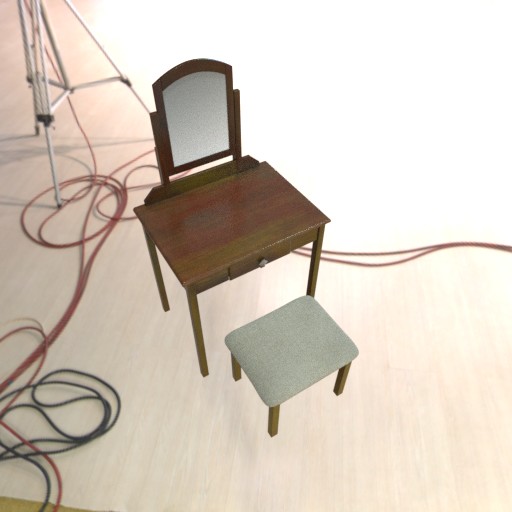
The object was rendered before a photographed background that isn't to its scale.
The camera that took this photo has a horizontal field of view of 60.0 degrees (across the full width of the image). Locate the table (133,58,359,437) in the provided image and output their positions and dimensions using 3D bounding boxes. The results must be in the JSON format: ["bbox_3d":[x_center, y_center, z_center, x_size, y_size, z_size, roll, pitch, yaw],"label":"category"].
[{"bbox_3d":[0.000,0.000,2.324,0.876,1.631,1.211,-24,51,-21],"label":"table"}]
